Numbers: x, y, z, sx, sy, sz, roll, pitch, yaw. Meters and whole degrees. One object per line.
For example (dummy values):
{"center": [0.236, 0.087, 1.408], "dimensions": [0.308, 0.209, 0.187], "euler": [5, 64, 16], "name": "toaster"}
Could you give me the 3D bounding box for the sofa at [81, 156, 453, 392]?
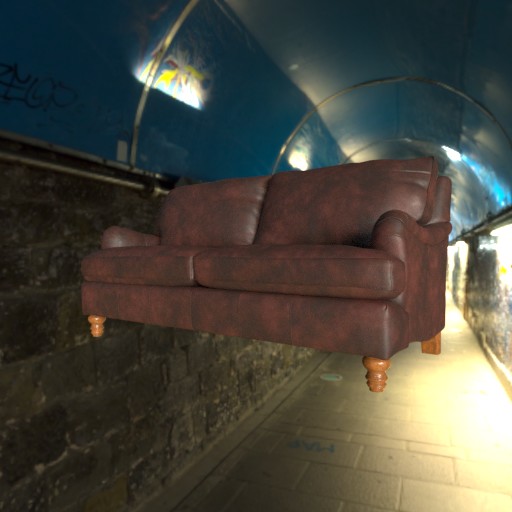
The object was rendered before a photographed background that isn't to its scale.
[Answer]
{"center": [0.000, 0.000, 2.757], "dimensions": [2.144, 1.071, 1.147], "euler": [0, 1, 37], "name": "sofa"}
